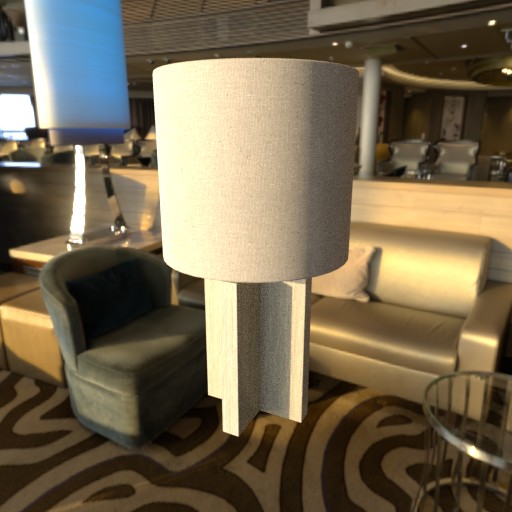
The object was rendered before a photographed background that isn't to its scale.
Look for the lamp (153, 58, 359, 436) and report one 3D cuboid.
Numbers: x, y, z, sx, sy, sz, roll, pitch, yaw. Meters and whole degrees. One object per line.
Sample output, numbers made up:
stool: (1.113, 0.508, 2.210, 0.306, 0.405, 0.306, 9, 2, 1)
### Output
lamp: (0.000, 0.000, 0.559, 0.229, 0.428, 0.229, 8, 17, 25)
